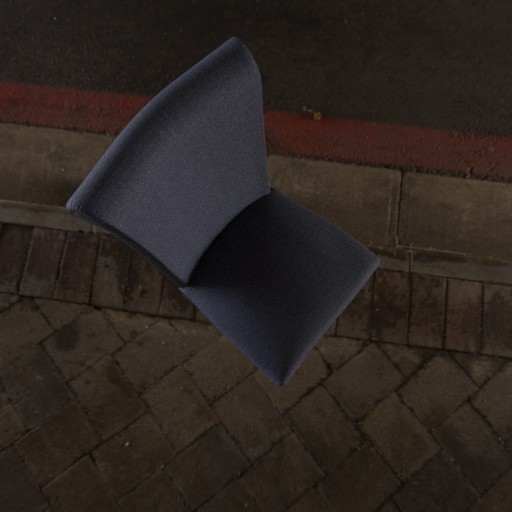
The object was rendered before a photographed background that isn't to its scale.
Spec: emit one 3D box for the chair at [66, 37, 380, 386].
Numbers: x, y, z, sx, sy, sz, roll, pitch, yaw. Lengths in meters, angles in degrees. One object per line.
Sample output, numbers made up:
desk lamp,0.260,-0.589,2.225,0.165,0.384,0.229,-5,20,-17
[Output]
chair,0.000,0.000,1.324,0.608,0.988,0.513,39,79,9
